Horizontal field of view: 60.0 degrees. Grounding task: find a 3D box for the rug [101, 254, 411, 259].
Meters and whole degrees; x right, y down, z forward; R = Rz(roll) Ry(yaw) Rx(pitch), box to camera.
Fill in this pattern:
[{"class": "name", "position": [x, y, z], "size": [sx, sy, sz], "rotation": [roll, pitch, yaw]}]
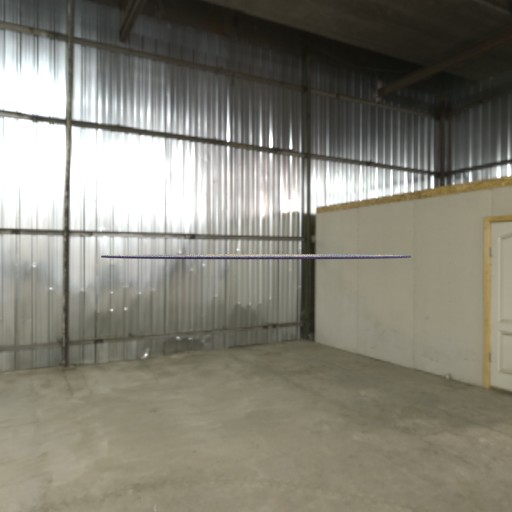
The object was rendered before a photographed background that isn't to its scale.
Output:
[{"class": "rug", "position": [0.000, 0.000, 3.614], "size": [2.386, 0.014, 2.386], "rotation": [0, 1, 0]}]
